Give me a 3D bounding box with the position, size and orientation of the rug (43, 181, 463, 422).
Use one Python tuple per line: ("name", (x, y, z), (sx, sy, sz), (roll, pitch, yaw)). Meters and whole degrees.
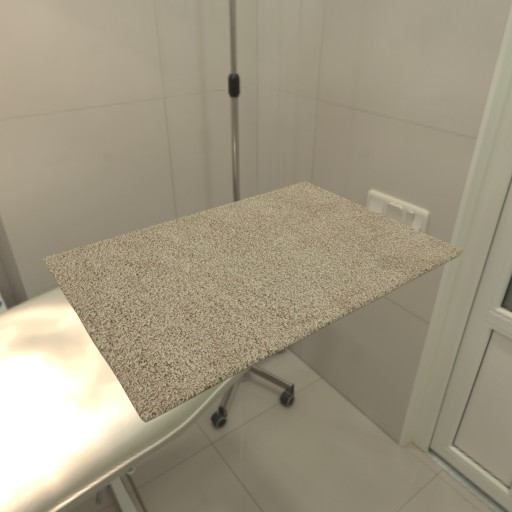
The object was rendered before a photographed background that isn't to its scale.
("rug", (0.000, 0.000, 2.264), (1.778, 0.030, 1.219), (-21, 37, -31))
